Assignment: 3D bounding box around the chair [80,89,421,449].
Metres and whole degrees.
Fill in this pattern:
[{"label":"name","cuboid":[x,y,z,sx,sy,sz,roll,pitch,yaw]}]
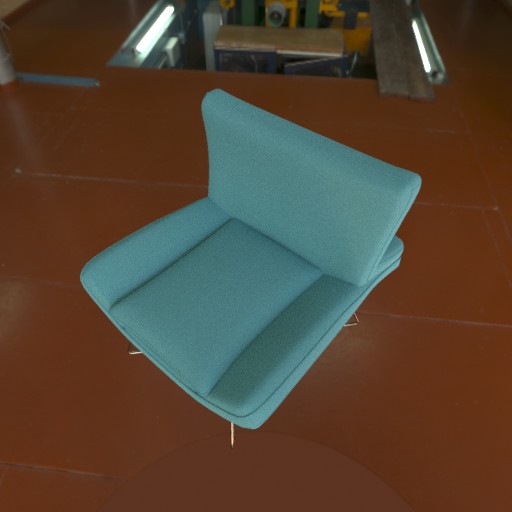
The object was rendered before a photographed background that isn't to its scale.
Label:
[{"label":"chair","cuboid":[0.000,0.000,1.638,0.859,0.855,1.008,32,55,27]}]
